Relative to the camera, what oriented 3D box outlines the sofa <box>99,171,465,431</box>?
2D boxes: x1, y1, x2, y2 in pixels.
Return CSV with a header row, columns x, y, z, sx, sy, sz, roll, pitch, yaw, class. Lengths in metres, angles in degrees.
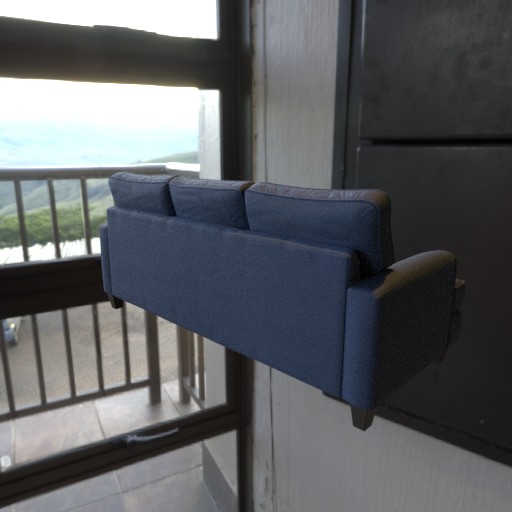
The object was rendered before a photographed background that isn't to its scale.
x,y,z,sx,sy,sz,roll,pitch,yaw,class
0.000,0.000,2.672,2.158,0.965,0.951,13,19,42,sofa
